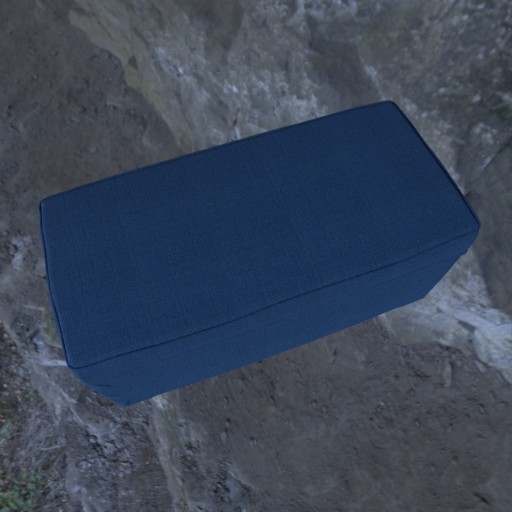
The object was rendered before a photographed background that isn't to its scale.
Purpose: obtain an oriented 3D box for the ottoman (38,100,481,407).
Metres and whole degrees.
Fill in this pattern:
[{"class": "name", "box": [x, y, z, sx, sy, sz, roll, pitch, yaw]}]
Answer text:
[{"class": "ottoman", "box": [0.000, 0.000, 1.194, 0.943, 0.474, 0.474, -18, 64, -9]}]
